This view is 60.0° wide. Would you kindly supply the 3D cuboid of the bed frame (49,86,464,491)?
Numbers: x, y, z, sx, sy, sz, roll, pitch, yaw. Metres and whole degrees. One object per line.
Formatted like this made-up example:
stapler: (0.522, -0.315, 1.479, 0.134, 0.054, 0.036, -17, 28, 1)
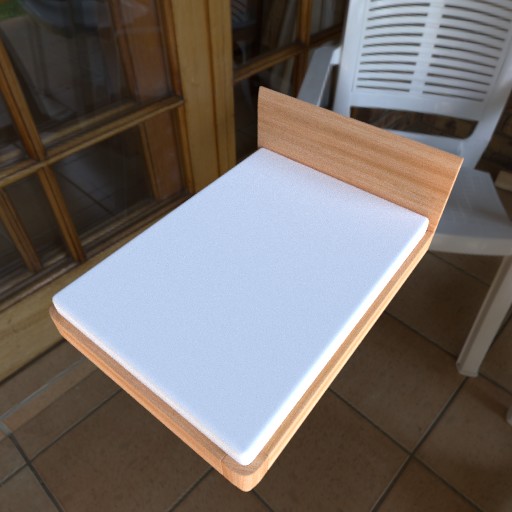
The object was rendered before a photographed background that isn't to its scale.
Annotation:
bed frame: (0.000, 0.000, 2.648, 1.472, 0.940, 1.992, 29, 53, 25)
